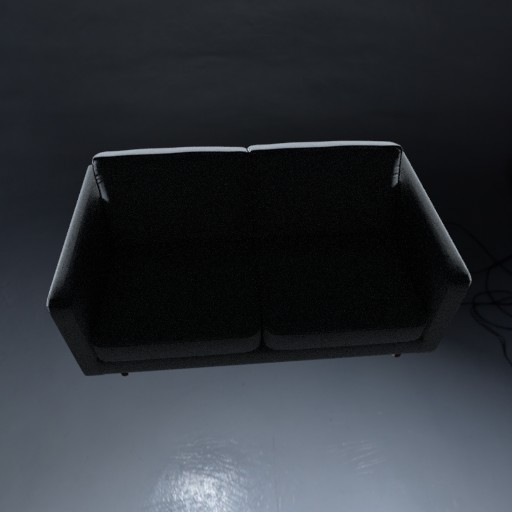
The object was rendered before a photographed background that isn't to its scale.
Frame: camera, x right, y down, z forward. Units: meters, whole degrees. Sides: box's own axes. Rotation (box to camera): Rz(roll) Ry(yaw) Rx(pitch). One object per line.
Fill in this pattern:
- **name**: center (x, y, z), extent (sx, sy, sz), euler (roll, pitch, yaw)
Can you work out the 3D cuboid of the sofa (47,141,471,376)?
- **sofa**: center (0.000, 0.000, 2.279), extent (1.731, 0.900, 1.000), euler (-3, 46, -3)
